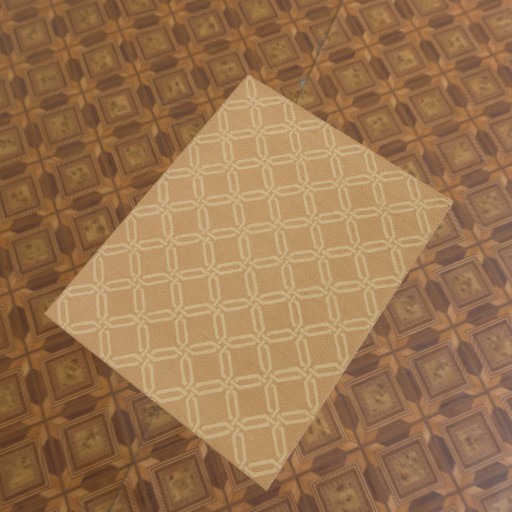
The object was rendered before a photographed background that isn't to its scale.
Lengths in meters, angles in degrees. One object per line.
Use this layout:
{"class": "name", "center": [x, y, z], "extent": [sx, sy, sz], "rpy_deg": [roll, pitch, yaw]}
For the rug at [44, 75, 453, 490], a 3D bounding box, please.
{"class": "rug", "center": [0.000, 0.000, 3.840], "extent": [2.288, 0.018, 2.895], "rpy_deg": [35, 77, 9]}
